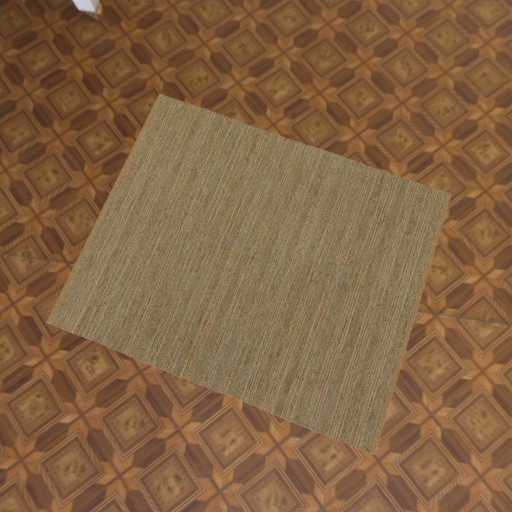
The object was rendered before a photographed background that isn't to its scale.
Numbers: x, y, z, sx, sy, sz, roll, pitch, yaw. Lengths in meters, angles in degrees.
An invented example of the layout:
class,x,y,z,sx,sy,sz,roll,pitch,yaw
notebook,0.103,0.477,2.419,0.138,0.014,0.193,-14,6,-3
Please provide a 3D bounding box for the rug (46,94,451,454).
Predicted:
class,x,y,z,sx,sy,sz,roll,pitch,yaw
rug,0.000,0.000,4.064,3.034,0.012,2.471,20,77,5
